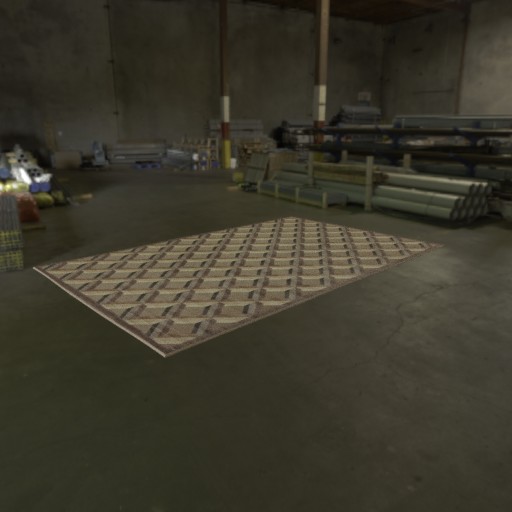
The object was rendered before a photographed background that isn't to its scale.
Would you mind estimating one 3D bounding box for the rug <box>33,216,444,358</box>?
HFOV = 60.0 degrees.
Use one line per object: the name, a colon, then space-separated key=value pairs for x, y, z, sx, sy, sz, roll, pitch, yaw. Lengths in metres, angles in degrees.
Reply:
rug: x=0.000 y=0.000 z=2.106 sx=1.677 sy=0.011 sz=1.066 roll=-15 pitch=22 yaw=-41
